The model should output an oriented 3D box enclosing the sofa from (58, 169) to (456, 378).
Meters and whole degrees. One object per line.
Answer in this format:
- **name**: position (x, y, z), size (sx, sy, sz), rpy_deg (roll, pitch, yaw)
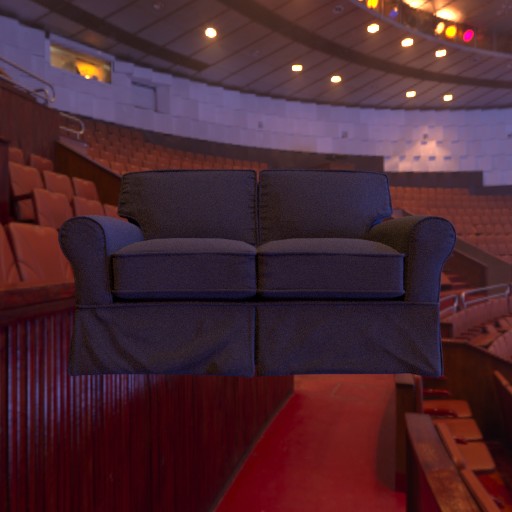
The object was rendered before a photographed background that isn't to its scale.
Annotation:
- **sofa**: position (0.000, 0.000, 2.405), size (1.801, 1.059, 0.997), rpy_deg (0, 0, 0)
